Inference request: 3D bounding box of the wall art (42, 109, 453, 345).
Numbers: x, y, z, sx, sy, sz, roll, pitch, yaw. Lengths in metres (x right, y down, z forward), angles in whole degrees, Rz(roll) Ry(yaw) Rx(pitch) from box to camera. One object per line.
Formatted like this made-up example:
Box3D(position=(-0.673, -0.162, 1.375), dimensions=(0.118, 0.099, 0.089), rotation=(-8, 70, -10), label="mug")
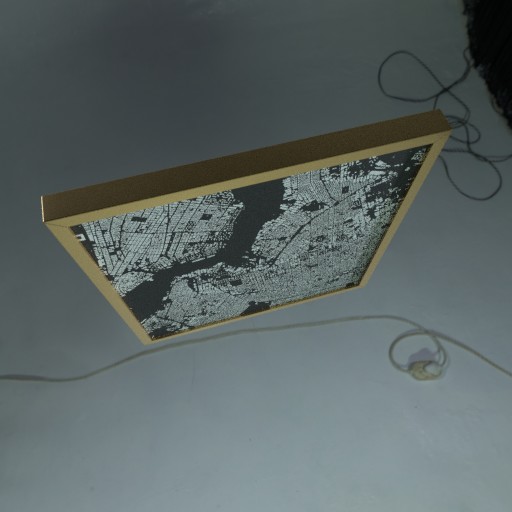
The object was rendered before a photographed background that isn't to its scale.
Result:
Box3D(position=(0.000, 0.000, 0.459), dimensions=(0.305, 0.305, 0.023), rotation=(-14, 64, -7), label="wall art")
